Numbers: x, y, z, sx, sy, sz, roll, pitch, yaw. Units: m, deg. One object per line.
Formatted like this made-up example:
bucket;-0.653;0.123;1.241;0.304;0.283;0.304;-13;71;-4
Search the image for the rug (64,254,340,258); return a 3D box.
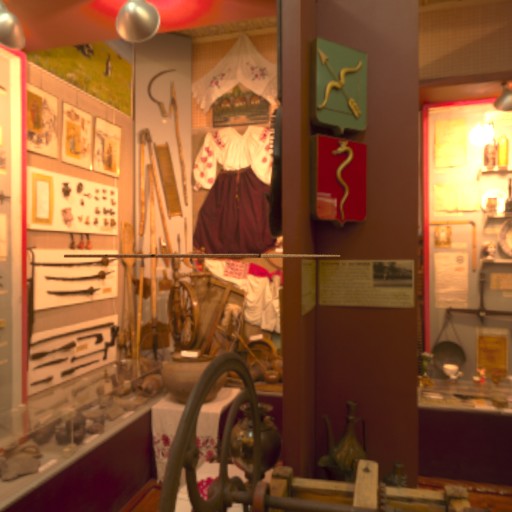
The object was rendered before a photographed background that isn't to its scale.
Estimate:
rug;0.000;0.000;2.702;0.762;0.012;2.438;0;0;17
